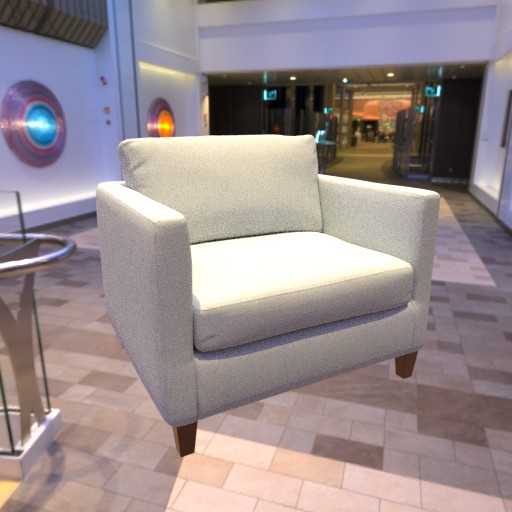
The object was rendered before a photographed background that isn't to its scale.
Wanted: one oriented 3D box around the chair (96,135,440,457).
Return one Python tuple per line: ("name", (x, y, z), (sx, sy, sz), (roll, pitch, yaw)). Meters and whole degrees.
("chair", (0.000, 0.000, 1.834), (1.107, 0.961, 0.953), (-8, 18, -27))
